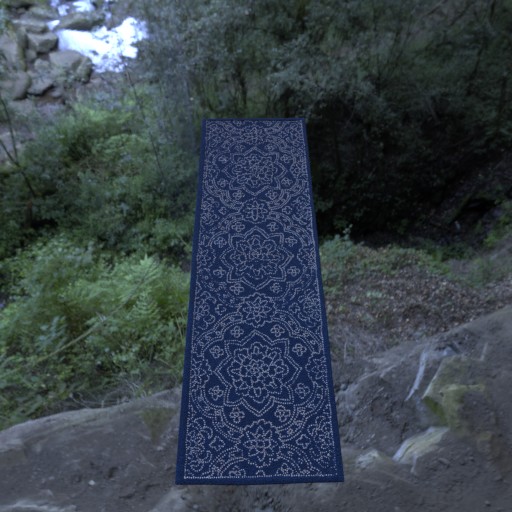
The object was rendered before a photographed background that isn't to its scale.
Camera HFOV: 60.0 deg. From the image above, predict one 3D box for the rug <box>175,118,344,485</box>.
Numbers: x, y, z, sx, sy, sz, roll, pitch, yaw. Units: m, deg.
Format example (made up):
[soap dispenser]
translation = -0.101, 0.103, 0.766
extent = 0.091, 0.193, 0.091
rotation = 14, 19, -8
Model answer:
[rug]
translation = 0.000, 0.000, 2.655
extent = 0.769, 0.012, 2.448
rotation = -1, 57, 0
